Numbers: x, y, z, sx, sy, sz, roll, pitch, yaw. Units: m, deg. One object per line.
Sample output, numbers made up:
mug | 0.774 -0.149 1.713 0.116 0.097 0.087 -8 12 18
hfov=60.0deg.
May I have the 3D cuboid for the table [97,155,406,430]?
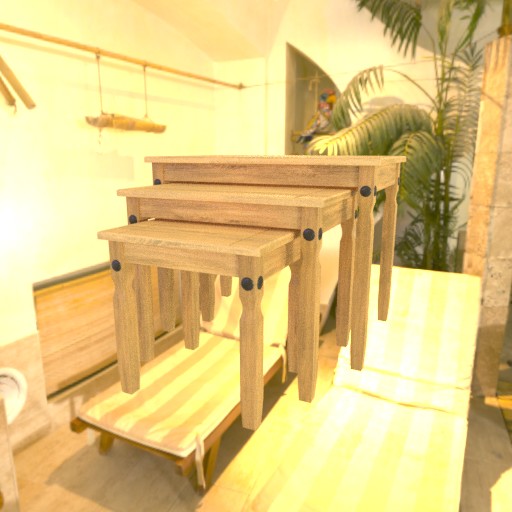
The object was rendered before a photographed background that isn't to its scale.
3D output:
table | 0.000 0.000 1.226 0.660 0.535 0.773 6 15 25
